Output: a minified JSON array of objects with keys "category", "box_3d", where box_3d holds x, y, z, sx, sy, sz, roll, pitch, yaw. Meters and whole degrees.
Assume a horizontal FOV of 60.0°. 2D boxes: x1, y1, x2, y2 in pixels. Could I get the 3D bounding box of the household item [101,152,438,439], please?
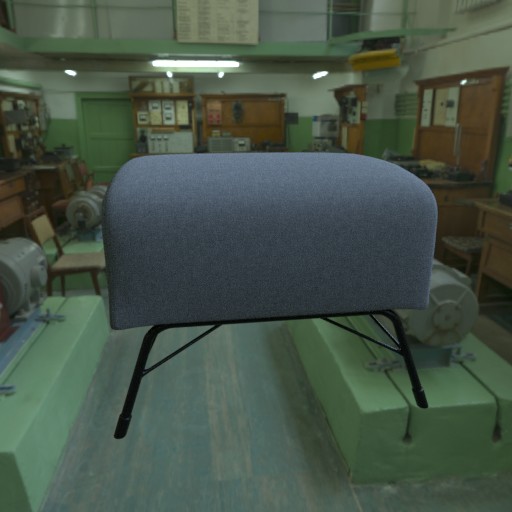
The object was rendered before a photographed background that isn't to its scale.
[{"category":"household item","box_3d":[0.000,0.000,0.916,0.530,0.410,0.530,-3,18,-8]}]
